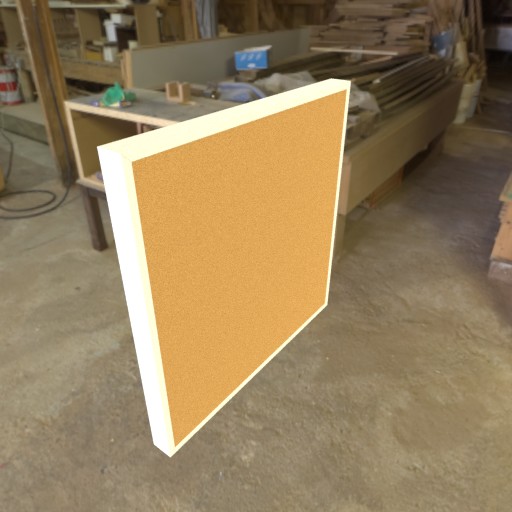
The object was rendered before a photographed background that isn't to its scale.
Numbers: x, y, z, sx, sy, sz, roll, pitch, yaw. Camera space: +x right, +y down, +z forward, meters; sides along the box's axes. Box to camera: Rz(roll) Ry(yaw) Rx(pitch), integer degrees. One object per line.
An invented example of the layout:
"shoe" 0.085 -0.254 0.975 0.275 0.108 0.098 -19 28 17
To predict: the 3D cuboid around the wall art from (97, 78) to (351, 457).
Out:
"wall art" 0.000 0.000 0.772 0.040 0.509 0.509 22 38 31
